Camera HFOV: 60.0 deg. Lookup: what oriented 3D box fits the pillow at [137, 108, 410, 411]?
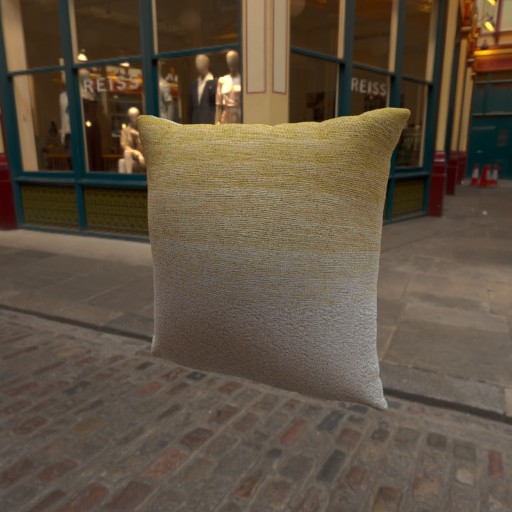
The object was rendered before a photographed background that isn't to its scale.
[{"bbox_3d":[0.000,0.000,0.725,0.450,0.450,0.211,7,16,25],"label":"pillow"}]
